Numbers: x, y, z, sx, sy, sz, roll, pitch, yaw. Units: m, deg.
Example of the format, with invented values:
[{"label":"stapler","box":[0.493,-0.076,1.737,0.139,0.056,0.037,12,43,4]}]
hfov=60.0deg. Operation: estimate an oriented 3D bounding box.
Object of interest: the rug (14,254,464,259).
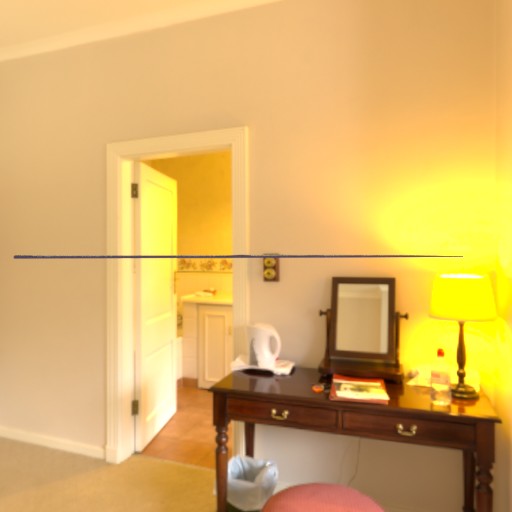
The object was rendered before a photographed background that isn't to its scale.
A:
[{"label":"rug","box":[0.000,0.000,2.450,2.283,0.016,0.602,0,0,-18]}]
